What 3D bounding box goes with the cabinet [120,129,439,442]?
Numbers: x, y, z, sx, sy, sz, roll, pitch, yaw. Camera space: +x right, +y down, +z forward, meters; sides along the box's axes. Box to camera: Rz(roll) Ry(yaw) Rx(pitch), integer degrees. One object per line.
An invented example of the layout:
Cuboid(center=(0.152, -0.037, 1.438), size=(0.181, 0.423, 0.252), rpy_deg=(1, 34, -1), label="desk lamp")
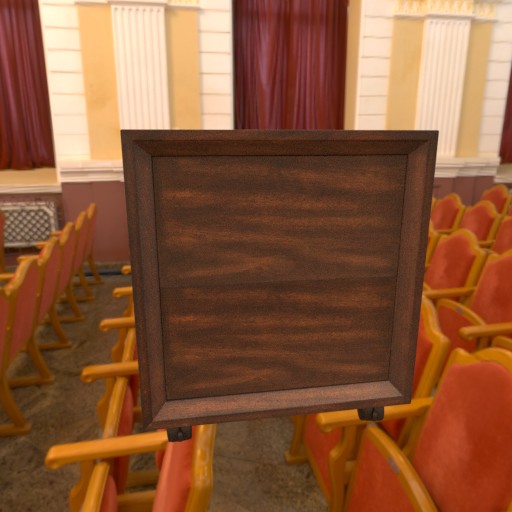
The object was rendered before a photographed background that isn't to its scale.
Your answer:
Cuboid(center=(0.000, 0.000, 0.843), size=(0.402, 0.455, 0.500), rpy_deg=(-2, 15, -9), label="cabinet")
